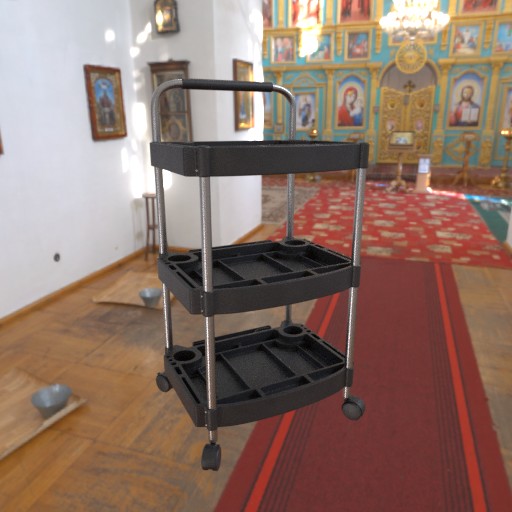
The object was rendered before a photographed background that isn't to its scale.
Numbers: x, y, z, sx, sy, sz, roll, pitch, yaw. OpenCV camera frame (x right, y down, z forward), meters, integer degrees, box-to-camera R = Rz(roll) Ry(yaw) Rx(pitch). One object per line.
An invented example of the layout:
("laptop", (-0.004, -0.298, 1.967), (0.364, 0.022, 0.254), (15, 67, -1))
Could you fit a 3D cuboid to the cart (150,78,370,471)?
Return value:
("cart", (0.000, 0.000, 1.409), (0.584, 1.075, 0.518), (-8, 18, -26))
